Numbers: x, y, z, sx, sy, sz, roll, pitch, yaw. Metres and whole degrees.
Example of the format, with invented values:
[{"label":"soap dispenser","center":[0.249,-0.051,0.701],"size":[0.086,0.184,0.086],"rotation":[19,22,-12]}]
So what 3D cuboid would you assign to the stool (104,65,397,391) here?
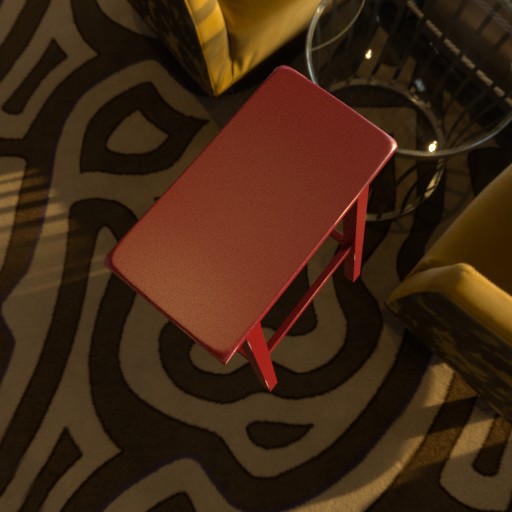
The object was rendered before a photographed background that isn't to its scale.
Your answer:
[{"label":"stool","center":[0.000,0.000,1.042],"size":[0.476,0.737,0.457],"rotation":[38,79,8]}]
